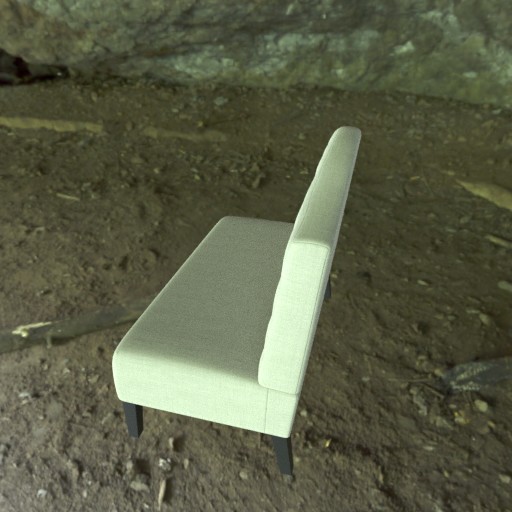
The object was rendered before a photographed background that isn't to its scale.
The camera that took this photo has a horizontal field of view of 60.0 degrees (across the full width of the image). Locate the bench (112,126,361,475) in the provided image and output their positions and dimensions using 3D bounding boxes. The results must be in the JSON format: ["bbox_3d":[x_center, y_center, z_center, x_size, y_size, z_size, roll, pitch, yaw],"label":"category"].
[{"bbox_3d":[0.000,0.000,2.064,0.815,1.180,1.335,8,30,13],"label":"bench"}]
